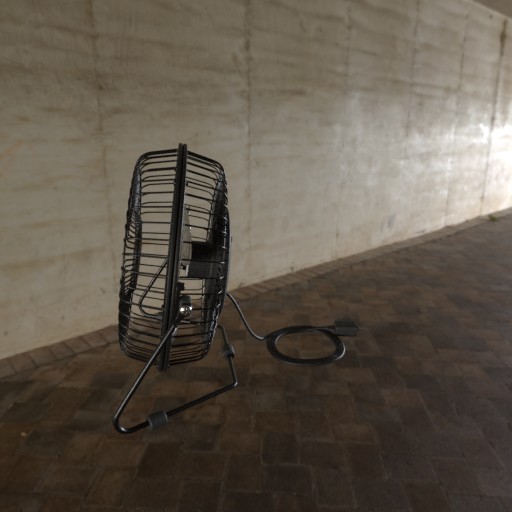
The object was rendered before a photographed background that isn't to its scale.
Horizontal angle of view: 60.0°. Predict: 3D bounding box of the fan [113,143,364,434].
[{"bbox_3d":[0.000,0.000,0.379,0.227,0.188,0.209,-3,16,-9],"label":"fan"}]
